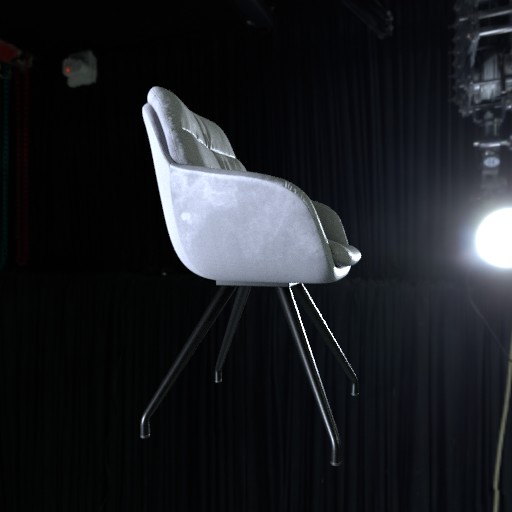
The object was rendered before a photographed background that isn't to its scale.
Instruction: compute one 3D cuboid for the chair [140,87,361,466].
[{"bbox_3d":[0.000,0.000,1.255,0.569,0.888,0.579,0,1,17],"label":"chair"}]
